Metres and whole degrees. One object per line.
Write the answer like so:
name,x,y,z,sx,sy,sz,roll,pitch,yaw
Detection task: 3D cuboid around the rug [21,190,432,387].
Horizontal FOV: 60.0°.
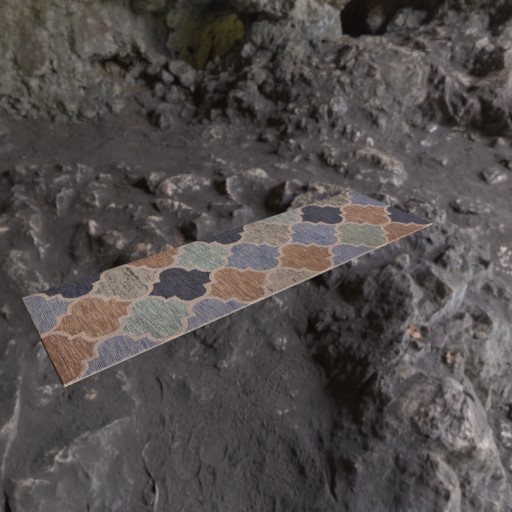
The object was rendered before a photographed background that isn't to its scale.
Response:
rug,0.000,0.000,2.465,2.287,0.011,0.687,-21,36,-31
